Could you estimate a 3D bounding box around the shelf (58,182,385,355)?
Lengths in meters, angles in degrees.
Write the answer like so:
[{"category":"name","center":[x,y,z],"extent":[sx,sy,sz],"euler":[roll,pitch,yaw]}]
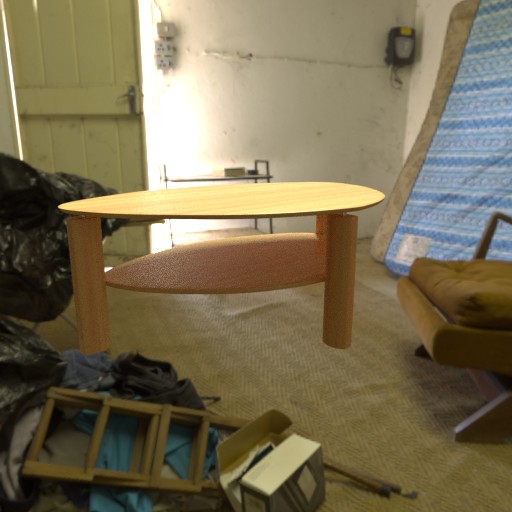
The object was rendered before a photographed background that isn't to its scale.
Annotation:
[{"category":"shelf","center":[0.000,0.000,1.597],"extent":[1.246,0.440,0.845],"euler":[-13,19,-42]}]
